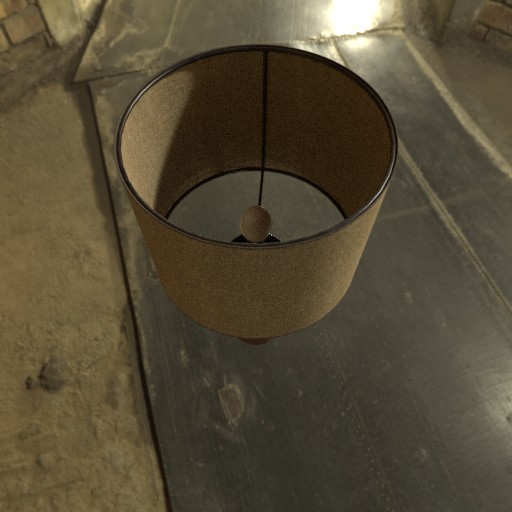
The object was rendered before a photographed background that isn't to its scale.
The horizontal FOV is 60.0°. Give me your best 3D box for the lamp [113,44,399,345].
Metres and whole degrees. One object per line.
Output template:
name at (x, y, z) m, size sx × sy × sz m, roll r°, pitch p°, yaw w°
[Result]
lamp at (0.000, 0.000, 0.467) m, size 0.202 × 0.350 × 0.202 m, roll 0°, pitch 59°, yaw 0°
